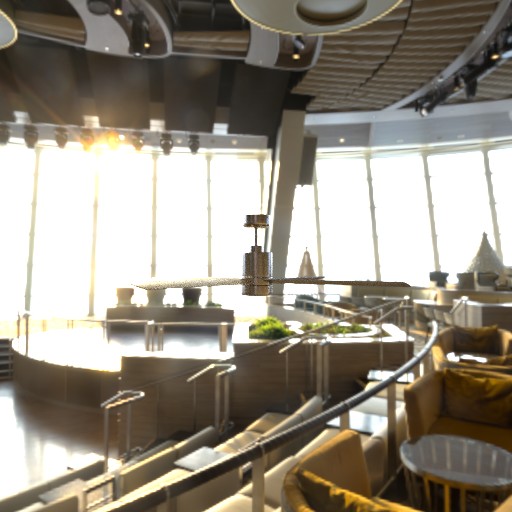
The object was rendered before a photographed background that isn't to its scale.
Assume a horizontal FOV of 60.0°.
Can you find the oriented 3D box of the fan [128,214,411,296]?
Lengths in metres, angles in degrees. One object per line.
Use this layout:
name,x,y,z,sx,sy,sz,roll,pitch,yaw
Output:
fan,0.000,0.000,1.946,1.322,0.355,1.322,-1,-2,36
